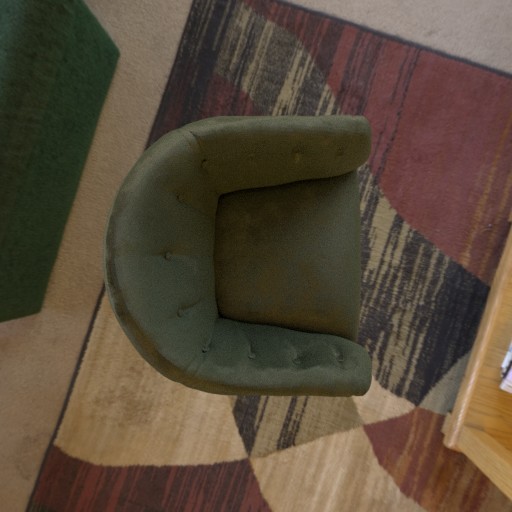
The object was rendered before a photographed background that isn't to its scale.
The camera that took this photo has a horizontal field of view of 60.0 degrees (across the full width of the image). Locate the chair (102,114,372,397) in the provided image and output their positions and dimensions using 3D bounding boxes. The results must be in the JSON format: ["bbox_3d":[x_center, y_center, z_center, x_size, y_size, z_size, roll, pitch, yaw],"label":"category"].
[{"bbox_3d":[0.000,0.000,1.518,0.776,0.885,0.851,0,90,1],"label":"chair"}]
